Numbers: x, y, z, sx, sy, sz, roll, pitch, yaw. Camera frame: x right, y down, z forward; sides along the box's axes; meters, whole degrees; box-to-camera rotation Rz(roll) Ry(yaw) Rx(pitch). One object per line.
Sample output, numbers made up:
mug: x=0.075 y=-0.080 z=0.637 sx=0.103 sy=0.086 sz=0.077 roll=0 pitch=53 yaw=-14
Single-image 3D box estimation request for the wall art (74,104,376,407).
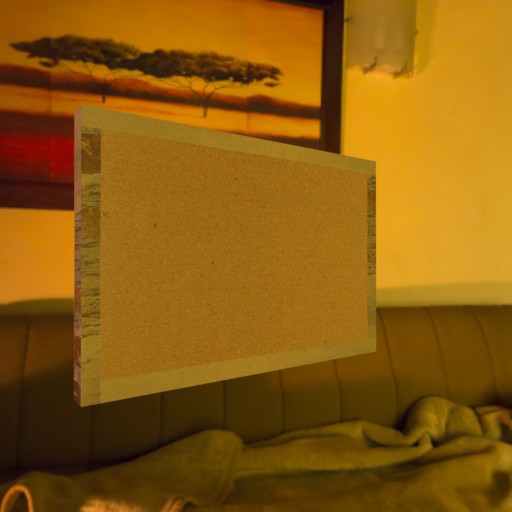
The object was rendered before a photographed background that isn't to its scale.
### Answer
wall art: x=0.000 y=0.000 z=0.788 sx=0.606 sy=0.407 sz=0.041 roll=0 pitch=0 yaw=-36
